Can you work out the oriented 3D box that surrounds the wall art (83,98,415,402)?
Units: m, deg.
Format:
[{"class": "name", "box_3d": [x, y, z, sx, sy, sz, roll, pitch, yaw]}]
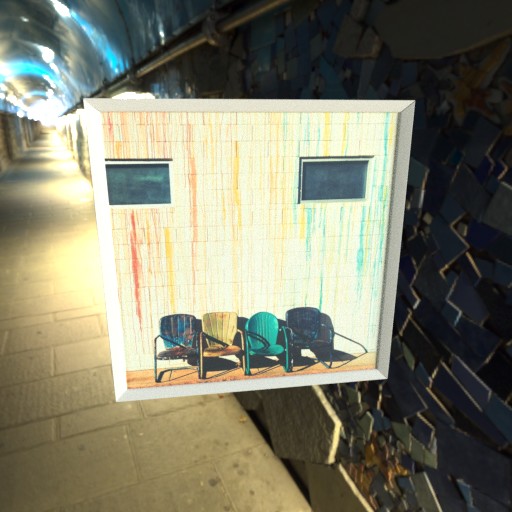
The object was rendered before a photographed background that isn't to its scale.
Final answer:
[{"class": "wall art", "box_3d": [0.000, 0.000, 0.763, 0.508, 0.508, 0.037, -2, 17, -8]}]
